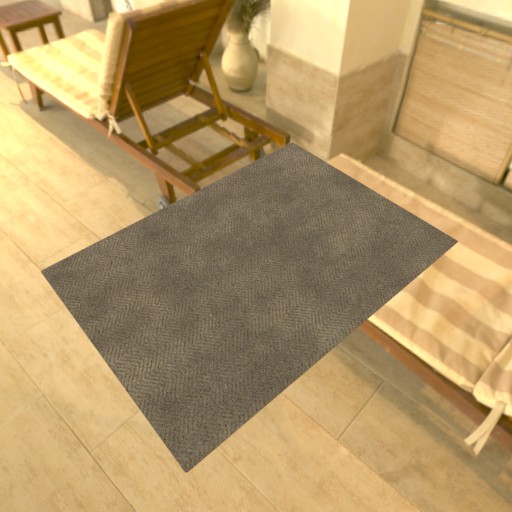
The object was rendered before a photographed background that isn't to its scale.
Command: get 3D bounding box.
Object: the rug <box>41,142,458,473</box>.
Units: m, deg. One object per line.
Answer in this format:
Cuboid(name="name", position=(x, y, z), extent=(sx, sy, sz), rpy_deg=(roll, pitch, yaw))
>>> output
Cuboid(name="rug", position=(0.000, 0.000, 2.904), extent=(2.235, 0.008, 1.600), rpy_deg=(-33, 55, -27))
